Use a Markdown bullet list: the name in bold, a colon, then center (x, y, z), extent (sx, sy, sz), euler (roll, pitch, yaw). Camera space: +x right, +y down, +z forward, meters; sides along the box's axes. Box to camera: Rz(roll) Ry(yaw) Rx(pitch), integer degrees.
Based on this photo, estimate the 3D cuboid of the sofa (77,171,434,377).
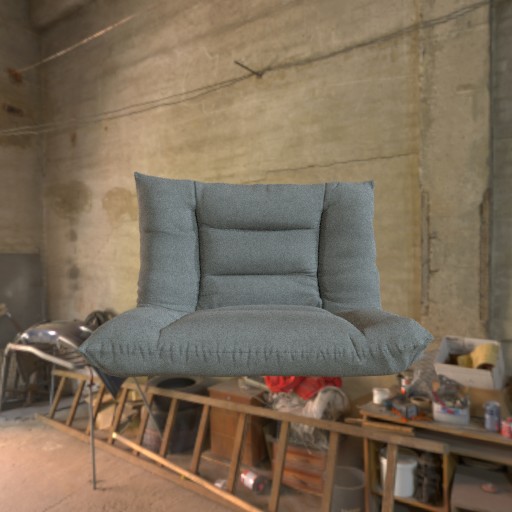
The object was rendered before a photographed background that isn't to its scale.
- **sofa**: center (0.000, 0.000, 1.762), extent (1.144, 0.795, 0.847), euler (0, 0, 0)
